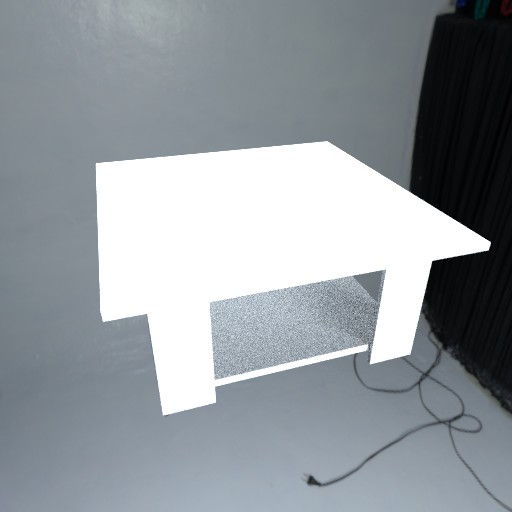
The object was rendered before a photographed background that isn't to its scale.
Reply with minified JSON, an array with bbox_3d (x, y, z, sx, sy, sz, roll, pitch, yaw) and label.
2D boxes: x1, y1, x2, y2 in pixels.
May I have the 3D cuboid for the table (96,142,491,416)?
[{"bbox_3d":[0.000,0.000,1.060,0.670,0.305,0.670,-9,32,-15],"label":"table"}]
